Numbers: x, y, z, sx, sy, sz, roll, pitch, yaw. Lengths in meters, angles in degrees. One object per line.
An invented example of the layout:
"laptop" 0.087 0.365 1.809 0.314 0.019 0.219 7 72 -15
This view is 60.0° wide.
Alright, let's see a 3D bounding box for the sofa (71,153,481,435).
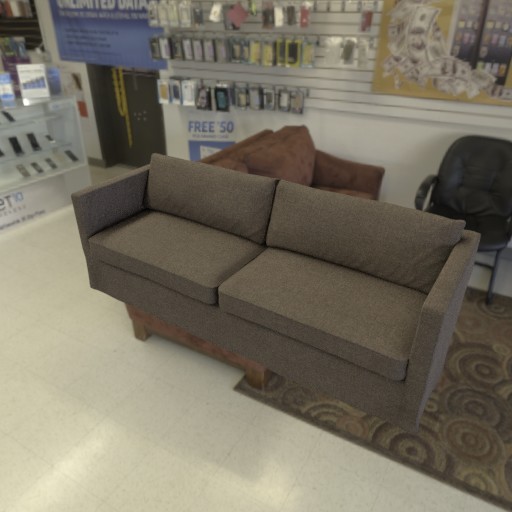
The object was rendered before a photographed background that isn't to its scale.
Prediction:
"sofa" 0.000 0.000 3.238 2.779 0.998 1.036 18 34 28
